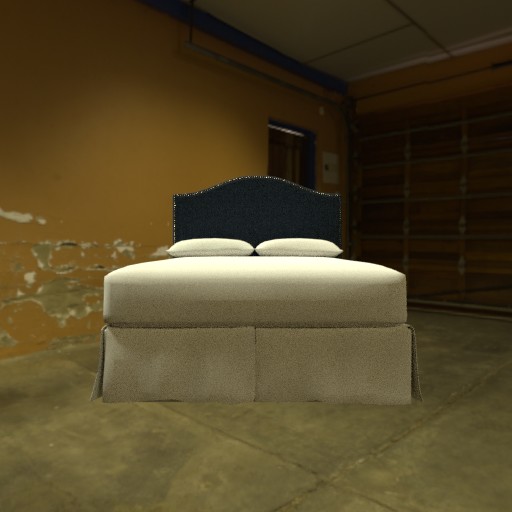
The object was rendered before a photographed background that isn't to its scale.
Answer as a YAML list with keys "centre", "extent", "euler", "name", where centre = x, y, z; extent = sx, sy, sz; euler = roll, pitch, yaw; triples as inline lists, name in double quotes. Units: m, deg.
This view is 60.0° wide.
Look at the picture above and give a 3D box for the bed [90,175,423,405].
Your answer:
- centre: [0.000, 0.000, 3.289]
  extent: [1.713, 1.518, 2.153]
  euler: [0, 1, 0]
  name: "bed"
